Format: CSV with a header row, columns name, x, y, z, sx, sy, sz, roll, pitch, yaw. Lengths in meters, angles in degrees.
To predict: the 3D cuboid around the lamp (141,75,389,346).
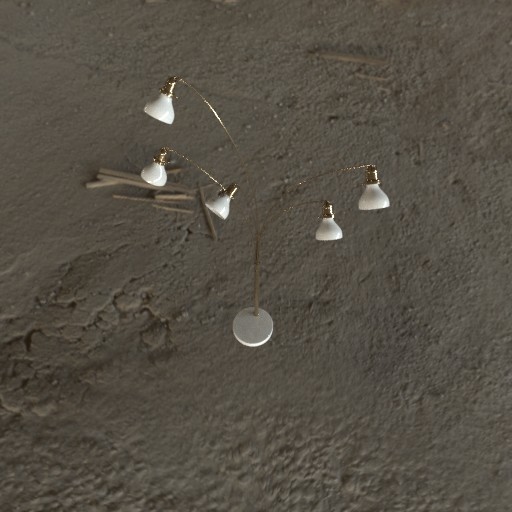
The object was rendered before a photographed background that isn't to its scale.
name,x,y,z,sx,sy,sz,roll,pitch,yaw
lamp,0.000,0.000,3.013,1.405,2.423,0.361,16,58,10
